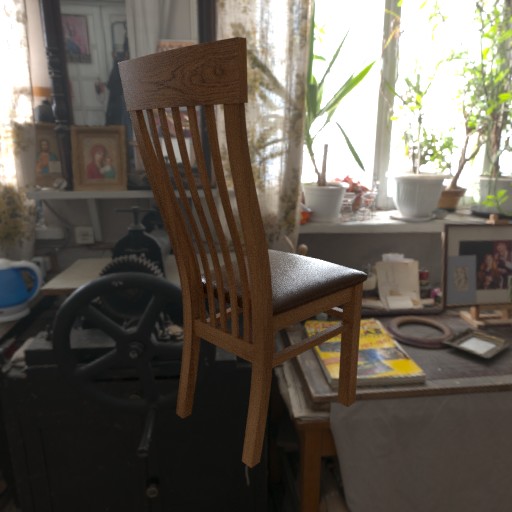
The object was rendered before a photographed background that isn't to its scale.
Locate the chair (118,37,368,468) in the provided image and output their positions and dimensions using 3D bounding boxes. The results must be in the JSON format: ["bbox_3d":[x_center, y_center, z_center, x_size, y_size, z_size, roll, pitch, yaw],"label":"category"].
[{"bbox_3d":[0.000,0.000,1.313,0.450,1.050,0.580,15,21,43],"label":"chair"}]
